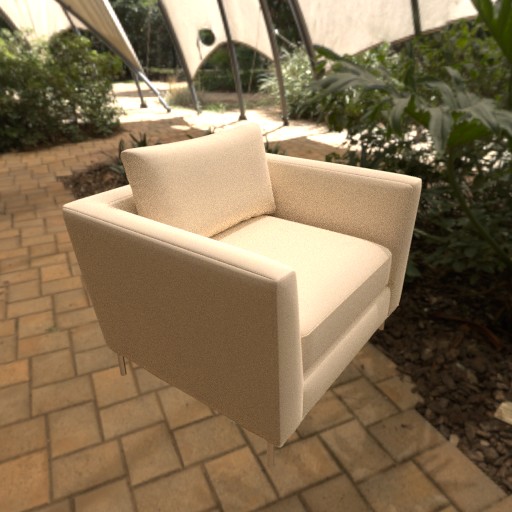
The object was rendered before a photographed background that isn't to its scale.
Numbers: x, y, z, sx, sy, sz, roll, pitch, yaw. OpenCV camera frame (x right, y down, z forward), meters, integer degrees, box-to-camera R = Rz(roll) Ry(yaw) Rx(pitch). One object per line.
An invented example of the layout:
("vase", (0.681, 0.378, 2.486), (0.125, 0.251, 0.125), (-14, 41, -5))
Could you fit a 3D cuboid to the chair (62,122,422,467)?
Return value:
("chair", (0.000, 0.000, 1.705), (0.889, 0.865, 1.041), (18, 31, 32))
